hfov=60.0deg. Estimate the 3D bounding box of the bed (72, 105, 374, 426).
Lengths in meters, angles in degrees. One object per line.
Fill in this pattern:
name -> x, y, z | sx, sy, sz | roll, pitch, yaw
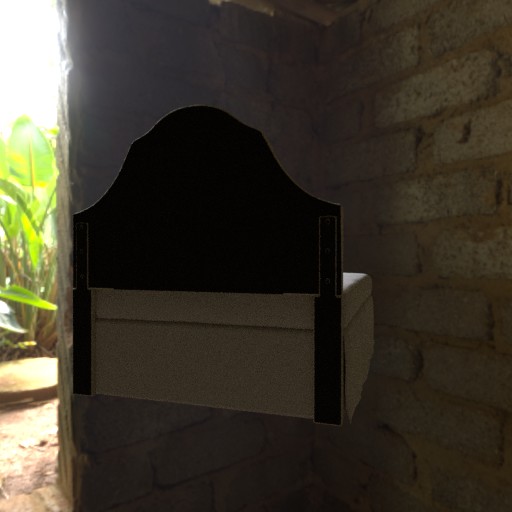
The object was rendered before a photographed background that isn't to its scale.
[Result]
bed -> 0.000, 0.000, 3.284 | 1.627, 1.575, 2.092 | 0, 0, 18
